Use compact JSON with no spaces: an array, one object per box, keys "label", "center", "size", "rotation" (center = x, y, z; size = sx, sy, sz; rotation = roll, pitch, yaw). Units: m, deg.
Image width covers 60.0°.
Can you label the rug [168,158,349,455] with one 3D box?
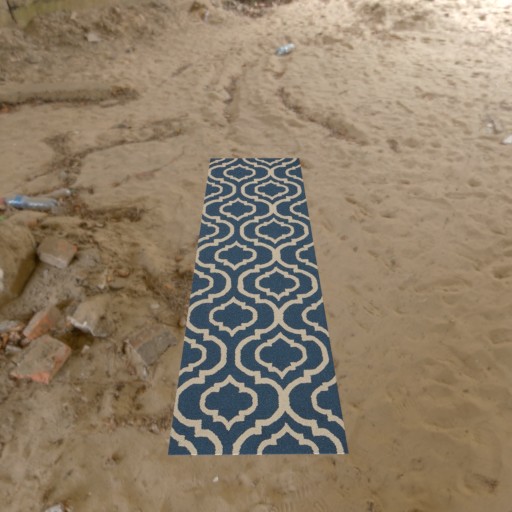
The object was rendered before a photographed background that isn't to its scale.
[{"label":"rug","center":[0.000,0.000,2.547],"size":[0.685,0.006,2.296],"rotation":[0,41,0]}]
